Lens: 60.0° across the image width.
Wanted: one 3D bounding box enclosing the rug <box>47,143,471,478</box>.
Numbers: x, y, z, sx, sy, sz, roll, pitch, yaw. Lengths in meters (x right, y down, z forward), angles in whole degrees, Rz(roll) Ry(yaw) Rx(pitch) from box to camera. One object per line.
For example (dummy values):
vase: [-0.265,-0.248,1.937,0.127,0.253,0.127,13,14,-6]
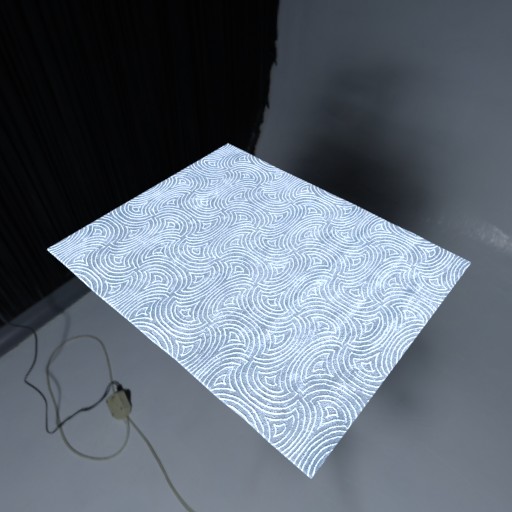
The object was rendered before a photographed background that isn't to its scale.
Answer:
rug: [0.000,0.000,4.073,3.042,0.021,2.456,32,54,27]
